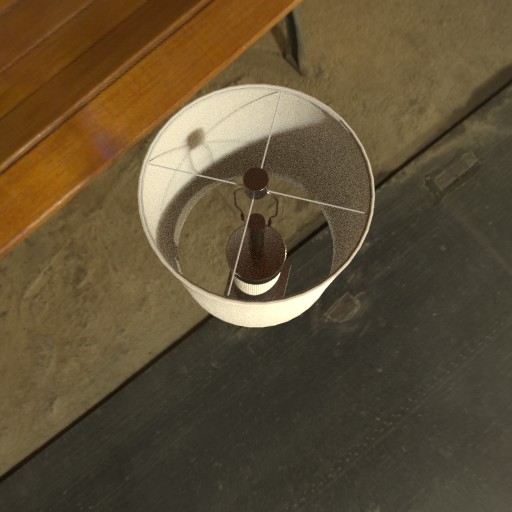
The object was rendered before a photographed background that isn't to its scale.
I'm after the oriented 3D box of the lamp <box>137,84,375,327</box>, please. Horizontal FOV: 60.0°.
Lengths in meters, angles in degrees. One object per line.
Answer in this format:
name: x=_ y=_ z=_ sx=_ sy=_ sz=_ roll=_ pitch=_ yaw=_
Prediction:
lamp: x=0.000 y=0.000 z=0.609 sx=0.202 sy=0.509 sz=0.202 roll=13 pitch=76 yaw=3
